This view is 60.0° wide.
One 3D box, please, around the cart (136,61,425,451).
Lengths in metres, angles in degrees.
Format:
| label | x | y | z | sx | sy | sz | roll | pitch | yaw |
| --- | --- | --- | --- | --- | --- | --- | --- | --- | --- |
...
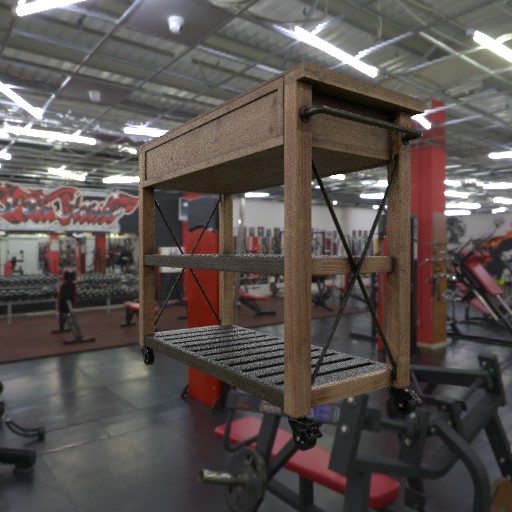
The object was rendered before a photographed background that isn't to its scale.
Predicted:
| label | x | y | z | sx | sy | sz | roll | pitch | yaw |
| --- | --- | --- | --- | --- | --- | --- | --- | --- | --- |
| cart | 0.000 | 0.000 | 0.971 | 0.298 | 0.554 | 0.686 | -1 | 1 | -36 |
